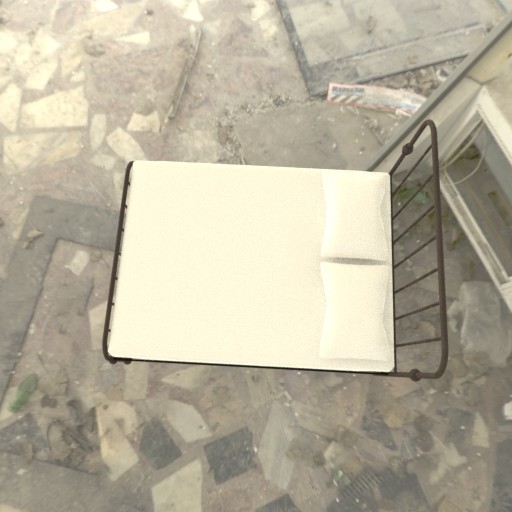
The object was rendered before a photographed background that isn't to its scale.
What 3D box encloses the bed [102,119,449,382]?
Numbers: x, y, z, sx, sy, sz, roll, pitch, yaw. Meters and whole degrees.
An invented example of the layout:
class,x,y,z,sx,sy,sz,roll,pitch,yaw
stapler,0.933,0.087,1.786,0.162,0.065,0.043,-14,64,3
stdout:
class,x,y,z,sx,sy,sz,roll,pitch,yaw
bed,0.000,0.000,3.182,2.134,1.446,1.616,3,76,1
